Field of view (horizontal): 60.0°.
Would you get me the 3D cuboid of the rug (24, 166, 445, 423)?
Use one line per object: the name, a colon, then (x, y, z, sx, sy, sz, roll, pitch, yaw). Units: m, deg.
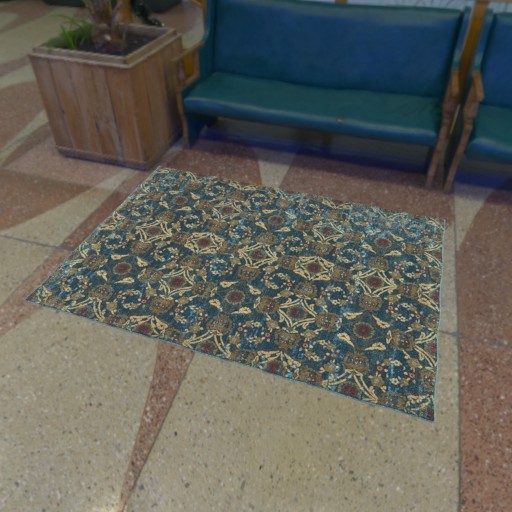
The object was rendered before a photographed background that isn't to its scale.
rug: (0.000, 0.000, 2.763, 2.207, 0.014, 1.567, 13, 43, 14)
